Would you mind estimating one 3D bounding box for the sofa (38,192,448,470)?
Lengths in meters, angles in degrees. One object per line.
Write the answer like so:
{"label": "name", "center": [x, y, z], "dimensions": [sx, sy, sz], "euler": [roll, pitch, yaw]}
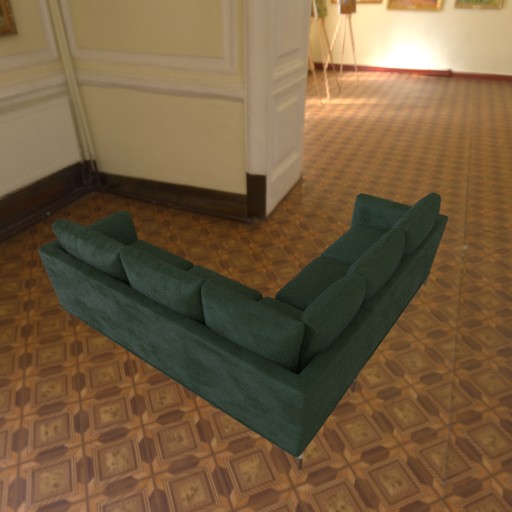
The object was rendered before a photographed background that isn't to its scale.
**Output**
{"label": "sofa", "center": [0.000, 0.000, 3.817], "dimensions": [2.452, 1.004, 2.468], "euler": [22, 38, 30]}
